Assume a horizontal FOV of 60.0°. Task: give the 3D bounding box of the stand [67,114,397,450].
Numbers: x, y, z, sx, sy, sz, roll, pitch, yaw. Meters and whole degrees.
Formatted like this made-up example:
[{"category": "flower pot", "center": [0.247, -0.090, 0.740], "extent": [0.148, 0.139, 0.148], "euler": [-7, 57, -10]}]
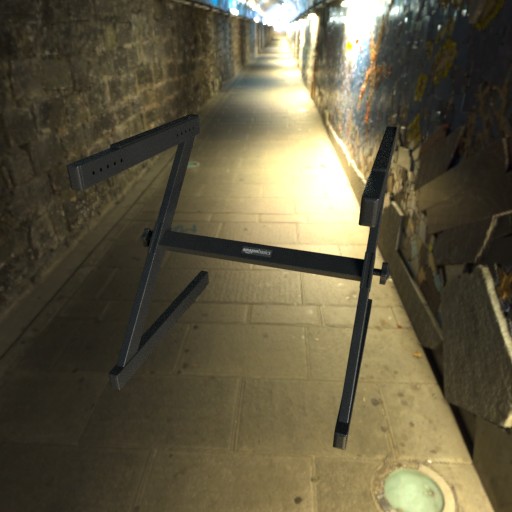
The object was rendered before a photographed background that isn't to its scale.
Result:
[{"category": "stand", "center": [0.000, 0.000, 1.200], "extent": [0.700, 0.617, 0.586], "euler": [9, 29, 16]}]
